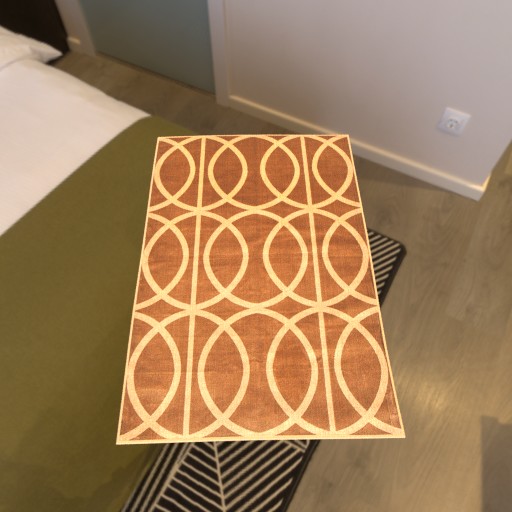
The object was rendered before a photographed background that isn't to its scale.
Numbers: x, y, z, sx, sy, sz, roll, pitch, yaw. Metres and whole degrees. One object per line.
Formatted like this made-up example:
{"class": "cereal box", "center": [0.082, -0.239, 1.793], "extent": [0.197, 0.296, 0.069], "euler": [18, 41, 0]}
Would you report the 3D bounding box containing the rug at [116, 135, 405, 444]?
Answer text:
{"class": "rug", "center": [0.000, 0.000, 2.928], "extent": [1.526, 0.014, 2.290], "euler": [-1, 58, -1]}
